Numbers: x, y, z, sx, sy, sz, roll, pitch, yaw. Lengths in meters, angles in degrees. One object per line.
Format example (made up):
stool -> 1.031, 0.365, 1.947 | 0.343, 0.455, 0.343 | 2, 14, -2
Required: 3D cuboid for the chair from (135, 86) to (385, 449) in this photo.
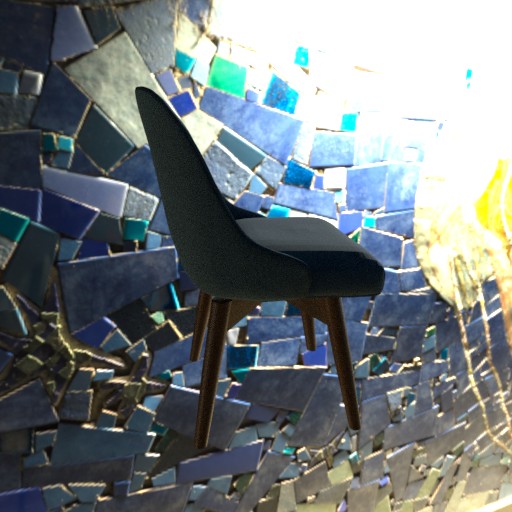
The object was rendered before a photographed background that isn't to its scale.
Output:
chair -> 0.000, 0.000, 1.247 | 0.589, 0.882, 0.503 | -3, 18, -9
